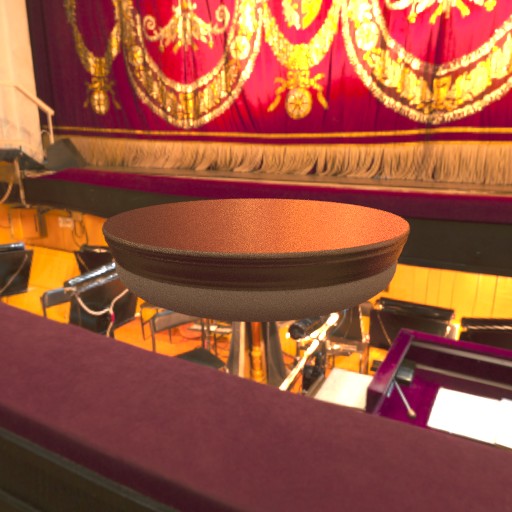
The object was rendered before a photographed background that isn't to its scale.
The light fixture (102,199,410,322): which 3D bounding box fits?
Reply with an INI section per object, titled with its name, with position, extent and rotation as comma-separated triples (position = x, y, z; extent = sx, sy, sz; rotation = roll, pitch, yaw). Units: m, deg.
[light fixture]
position = 0.000, 0.000, 0.570
extent = 0.368, 0.100, 0.368
rotation = 0, 15, 0
